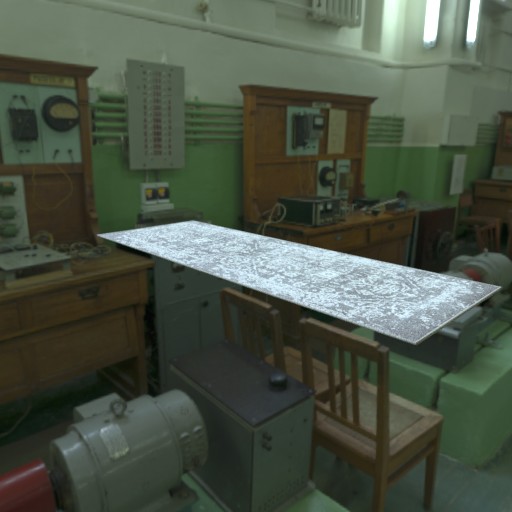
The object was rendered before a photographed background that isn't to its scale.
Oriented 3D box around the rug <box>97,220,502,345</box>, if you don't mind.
[{"bbox_3d":[0.000,0.000,2.639,0.855,0.017,2.452,-14,20,-42],"label":"rug"}]
